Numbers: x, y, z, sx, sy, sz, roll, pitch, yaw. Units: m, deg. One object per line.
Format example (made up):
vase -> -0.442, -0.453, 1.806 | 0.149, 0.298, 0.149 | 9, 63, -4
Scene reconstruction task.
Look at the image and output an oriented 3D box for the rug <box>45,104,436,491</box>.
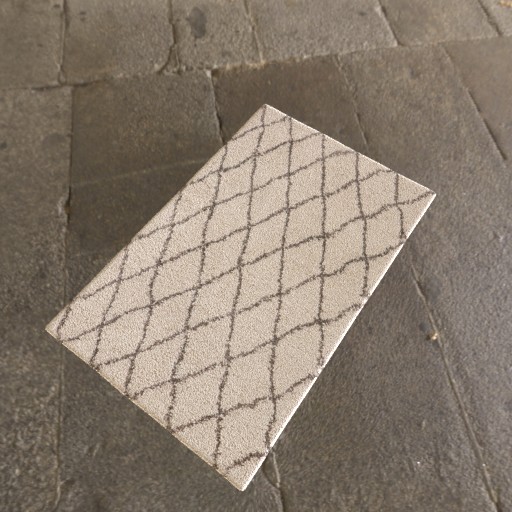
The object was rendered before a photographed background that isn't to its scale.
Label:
rug -> 0.000, 0.000, 3.463 | 1.778, 0.030, 2.743 | 33, 67, 16
